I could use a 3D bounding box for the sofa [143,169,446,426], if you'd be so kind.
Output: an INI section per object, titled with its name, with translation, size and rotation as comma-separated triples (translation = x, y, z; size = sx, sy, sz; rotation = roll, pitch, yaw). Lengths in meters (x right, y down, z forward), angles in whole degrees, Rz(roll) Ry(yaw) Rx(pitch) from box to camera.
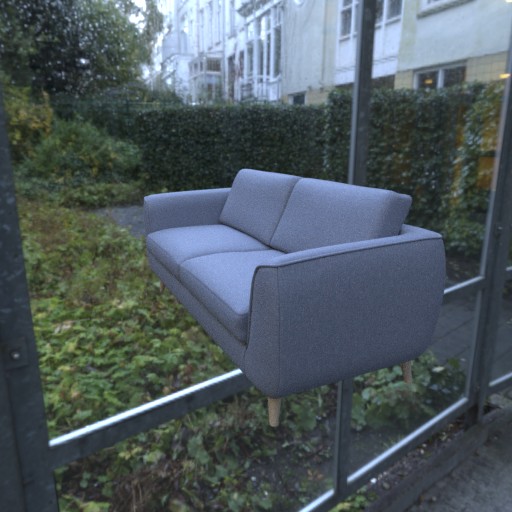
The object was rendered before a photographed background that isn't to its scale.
[sofa]
translation = 0.000, 0.000, 2.567
size = 0.920, 0.870, 2.000
rotation = -7, 17, -25
